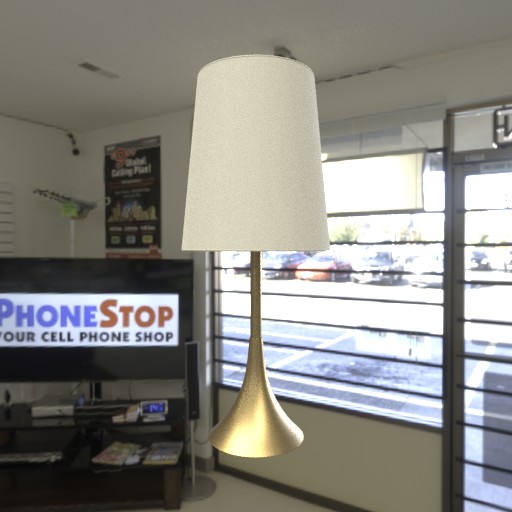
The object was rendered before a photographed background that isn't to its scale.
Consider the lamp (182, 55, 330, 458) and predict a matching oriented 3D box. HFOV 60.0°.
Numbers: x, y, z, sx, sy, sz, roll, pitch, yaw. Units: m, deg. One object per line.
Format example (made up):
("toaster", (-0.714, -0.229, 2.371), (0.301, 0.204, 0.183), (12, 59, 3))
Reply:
("lamp", (0.000, 0.000, 0.697), (0.231, 0.569, 0.231), (0, 1, 0))
